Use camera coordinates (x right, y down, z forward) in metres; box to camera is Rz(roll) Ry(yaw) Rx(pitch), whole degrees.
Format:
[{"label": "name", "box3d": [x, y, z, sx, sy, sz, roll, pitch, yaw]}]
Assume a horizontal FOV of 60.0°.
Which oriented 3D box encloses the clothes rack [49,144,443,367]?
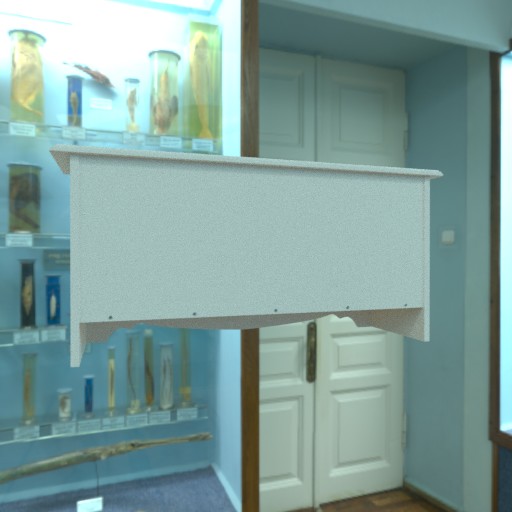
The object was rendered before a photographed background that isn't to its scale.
[{"label": "clothes rack", "box3d": [0.000, 0.000, 1.363, 1.120, 0.531, 0.324, 0, 0, -18]}]
